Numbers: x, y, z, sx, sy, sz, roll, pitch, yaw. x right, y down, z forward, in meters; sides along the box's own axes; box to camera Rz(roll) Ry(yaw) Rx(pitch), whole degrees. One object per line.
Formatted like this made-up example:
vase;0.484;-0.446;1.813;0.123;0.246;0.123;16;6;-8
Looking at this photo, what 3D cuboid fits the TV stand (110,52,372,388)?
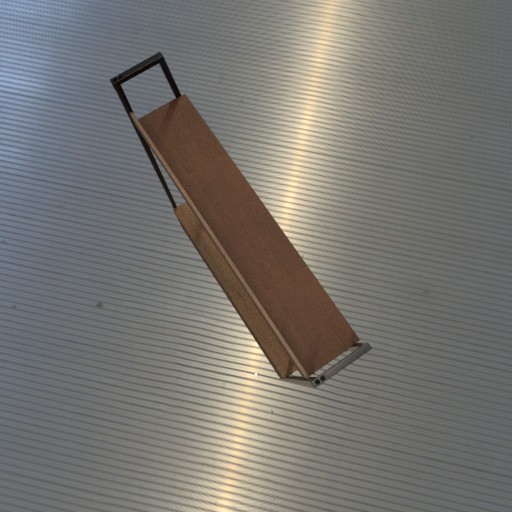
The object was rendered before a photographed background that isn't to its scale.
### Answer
TV stand;0.000;0.000;2.306;0.432;1.772;1.250;-33;77;-8
